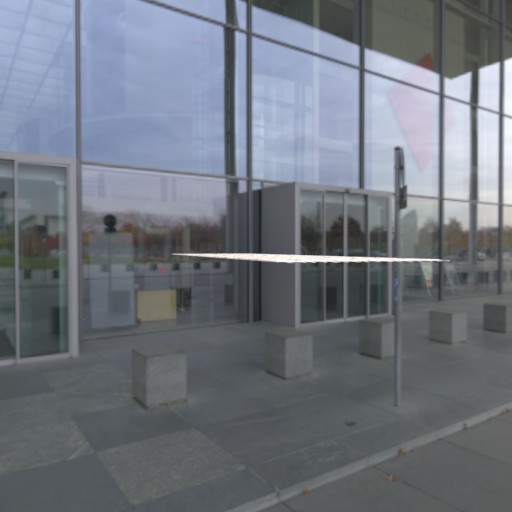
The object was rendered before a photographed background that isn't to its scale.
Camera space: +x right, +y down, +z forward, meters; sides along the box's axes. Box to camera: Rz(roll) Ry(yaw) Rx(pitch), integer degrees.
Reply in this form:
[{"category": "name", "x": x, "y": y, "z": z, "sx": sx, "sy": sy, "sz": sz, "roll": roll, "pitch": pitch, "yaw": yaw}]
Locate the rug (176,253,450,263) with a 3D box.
[{"category": "rug", "x": 0.000, "y": 0.000, "z": 2.646, "sx": 0.660, "sy": 0.005, "sz": 2.464, "roll": 0, "pitch": 1, "yaw": -19}]
